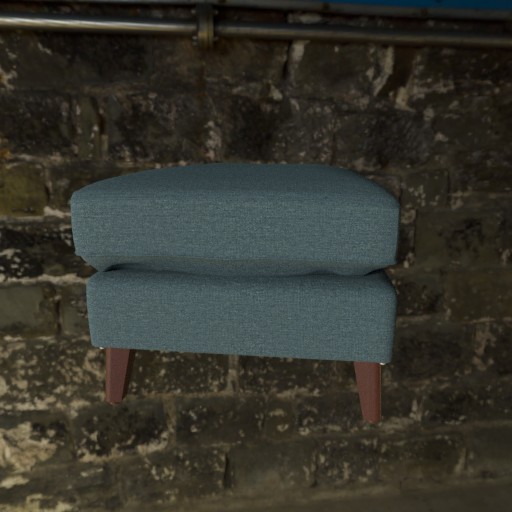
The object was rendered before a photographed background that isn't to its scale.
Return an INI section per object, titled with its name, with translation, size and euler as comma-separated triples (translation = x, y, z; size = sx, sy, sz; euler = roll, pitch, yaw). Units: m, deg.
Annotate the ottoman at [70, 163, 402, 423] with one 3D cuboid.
[ottoman]
translation = 0.000, 0.000, 1.240
size = 0.629, 0.503, 0.835
euler = 2, 13, 7
